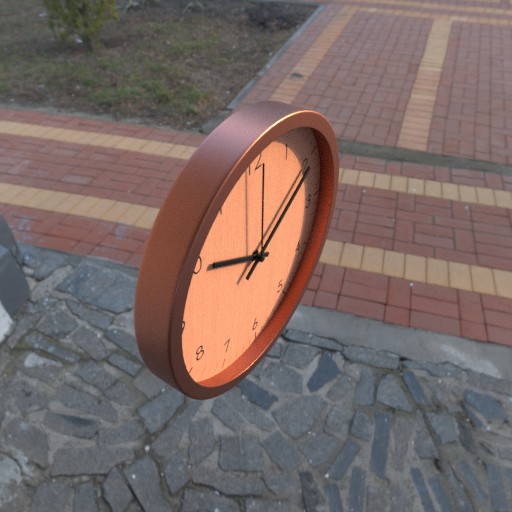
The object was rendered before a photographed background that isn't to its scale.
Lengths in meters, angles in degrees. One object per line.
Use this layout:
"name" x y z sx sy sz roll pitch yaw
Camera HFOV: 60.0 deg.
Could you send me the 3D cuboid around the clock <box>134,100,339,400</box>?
"clock" 0.000 0.000 0.474 0.040 0.313 0.313 24 47 24
